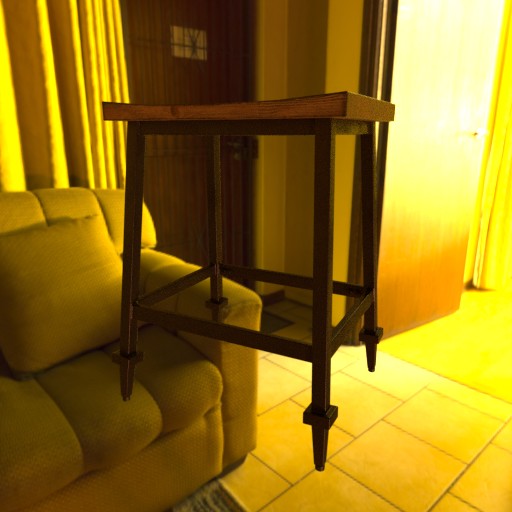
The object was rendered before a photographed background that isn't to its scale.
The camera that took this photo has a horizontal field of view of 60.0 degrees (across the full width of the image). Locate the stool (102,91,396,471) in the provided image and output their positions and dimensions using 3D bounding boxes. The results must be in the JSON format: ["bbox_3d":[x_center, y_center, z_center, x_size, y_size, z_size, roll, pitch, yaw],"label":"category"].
[{"bbox_3d":[0.000,0.000,0.954,0.486,0.625,0.405,8,18,27],"label":"stool"}]
